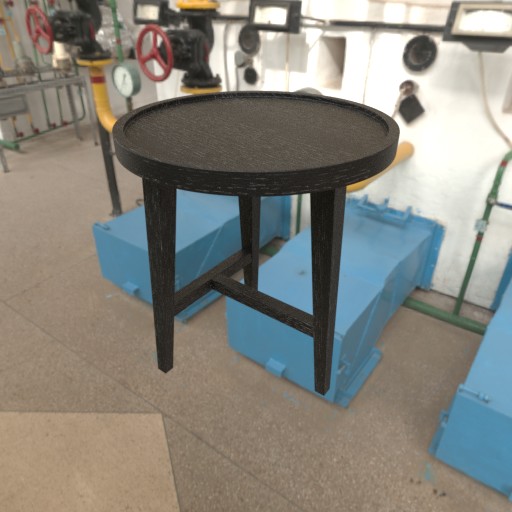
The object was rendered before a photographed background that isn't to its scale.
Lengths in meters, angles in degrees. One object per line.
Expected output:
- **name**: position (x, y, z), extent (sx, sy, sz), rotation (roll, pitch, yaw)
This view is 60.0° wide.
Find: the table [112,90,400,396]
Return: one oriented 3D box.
- **table**: position (0.000, 0.000, 0.758), extent (0.399, 0.460, 0.399), rotation (0, 32, 0)
